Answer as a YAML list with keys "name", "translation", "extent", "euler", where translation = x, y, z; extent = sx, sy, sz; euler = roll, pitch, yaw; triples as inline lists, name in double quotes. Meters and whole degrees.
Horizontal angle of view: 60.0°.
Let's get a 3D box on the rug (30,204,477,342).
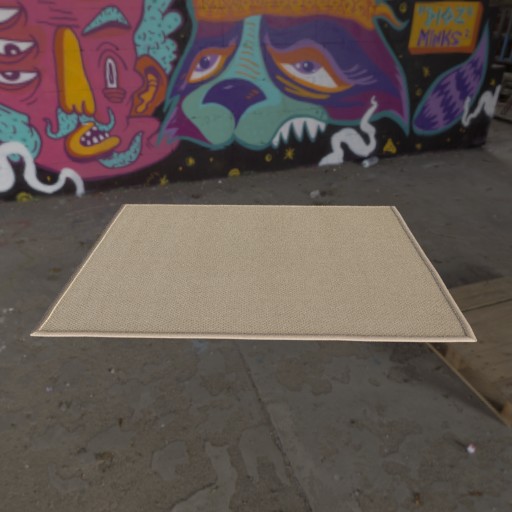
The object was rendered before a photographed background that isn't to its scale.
- name: "rug"
  translation: [0.000, 0.000, 2.700]
  extent: [2.081, 0.020, 1.525]
  euler: [1, 30, 1]
